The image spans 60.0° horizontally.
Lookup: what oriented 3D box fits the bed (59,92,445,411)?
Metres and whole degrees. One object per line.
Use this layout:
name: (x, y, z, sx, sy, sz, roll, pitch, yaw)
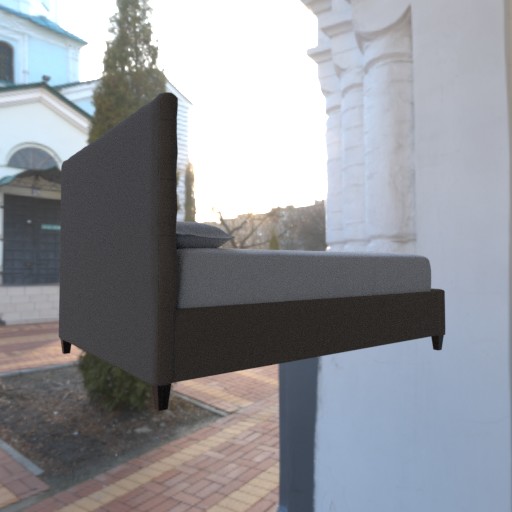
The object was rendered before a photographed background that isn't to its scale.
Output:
bed: (0.000, 0.000, 3.329, 2.387, 1.427, 1.698, 1, -1, -37)
